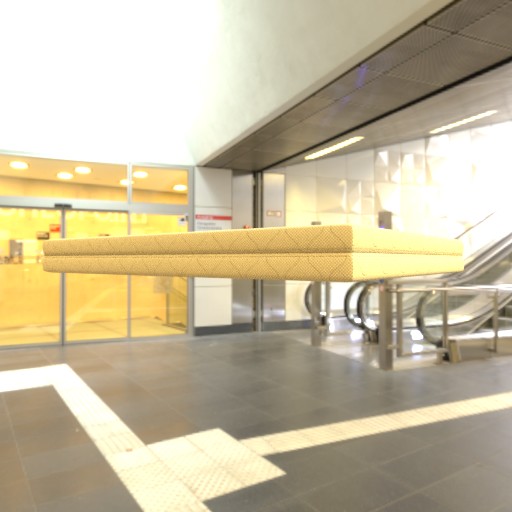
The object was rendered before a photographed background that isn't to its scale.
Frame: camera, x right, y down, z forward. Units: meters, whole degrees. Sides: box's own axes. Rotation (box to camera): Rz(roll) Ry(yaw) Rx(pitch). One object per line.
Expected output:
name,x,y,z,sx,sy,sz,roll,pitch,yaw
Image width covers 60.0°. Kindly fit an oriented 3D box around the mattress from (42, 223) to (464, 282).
mattress,0.000,0.000,2.684,2.000,0.200,1.600,0,-1,37
